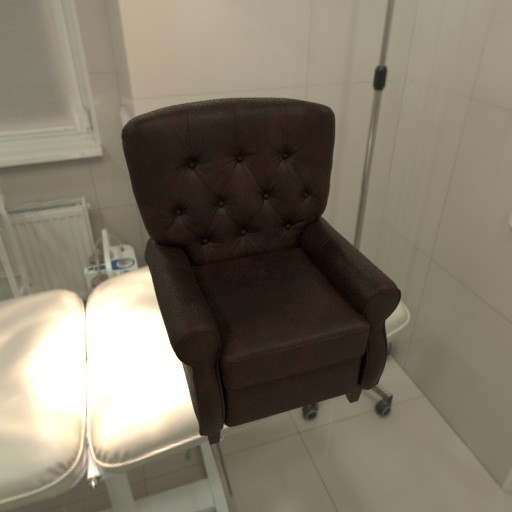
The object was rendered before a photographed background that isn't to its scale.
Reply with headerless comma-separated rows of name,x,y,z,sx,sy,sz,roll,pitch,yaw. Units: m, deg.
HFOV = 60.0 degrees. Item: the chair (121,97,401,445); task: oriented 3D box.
chair,0.000,0.000,1.933,0.948,1.158,1.058,-10,33,-16
